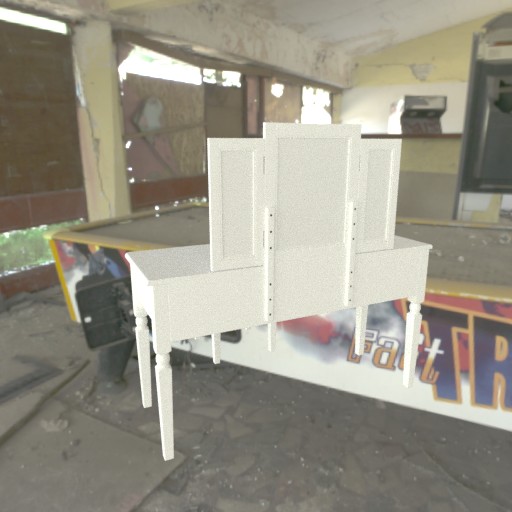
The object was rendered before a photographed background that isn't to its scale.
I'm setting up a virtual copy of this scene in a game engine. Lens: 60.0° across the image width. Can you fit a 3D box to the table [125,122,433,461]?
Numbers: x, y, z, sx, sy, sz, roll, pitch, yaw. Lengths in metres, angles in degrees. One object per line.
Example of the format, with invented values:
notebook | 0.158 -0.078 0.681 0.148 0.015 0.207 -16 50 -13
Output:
table | 0.000 0.000 2.353 1.369 1.310 1.115 -7 16 -24
